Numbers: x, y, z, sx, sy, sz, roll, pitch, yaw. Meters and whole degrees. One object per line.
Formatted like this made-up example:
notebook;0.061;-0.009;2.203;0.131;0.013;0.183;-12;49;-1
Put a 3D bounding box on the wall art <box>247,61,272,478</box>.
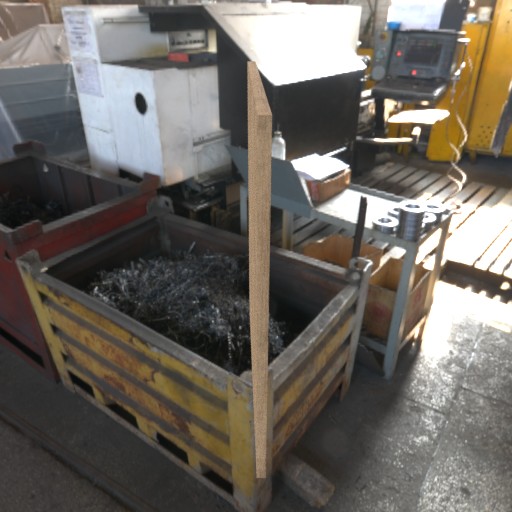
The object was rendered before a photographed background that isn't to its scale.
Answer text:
wall art;0.000;0.000;0.920;0.018;0.686;0.534;-1;30;-2
